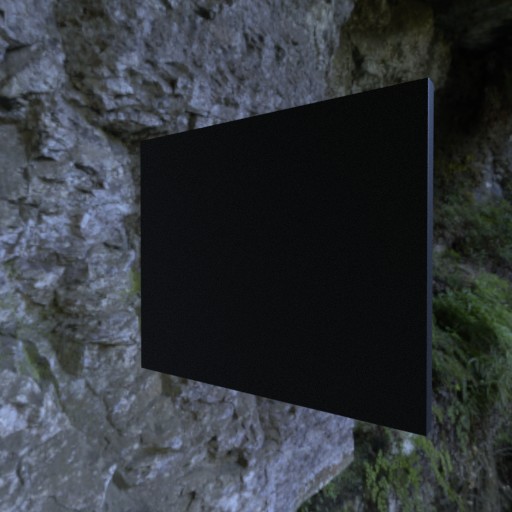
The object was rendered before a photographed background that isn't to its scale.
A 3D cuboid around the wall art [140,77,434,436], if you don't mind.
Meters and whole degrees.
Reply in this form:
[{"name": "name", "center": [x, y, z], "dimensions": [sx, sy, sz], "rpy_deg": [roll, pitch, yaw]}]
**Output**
[{"name": "wall art", "center": [0.000, 0.000, 0.736], "dimensions": [0.558, 0.457, 0.031], "rpy_deg": [1, 1, 36]}]
